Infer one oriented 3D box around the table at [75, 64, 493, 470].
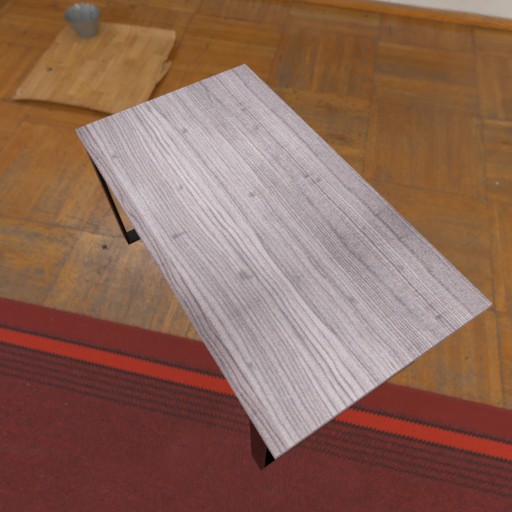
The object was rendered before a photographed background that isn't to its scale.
[{"bbox_3d":[0.000,0.000,2.031,0.881,0.736,1.579,-28,62,-17],"label":"table"}]
